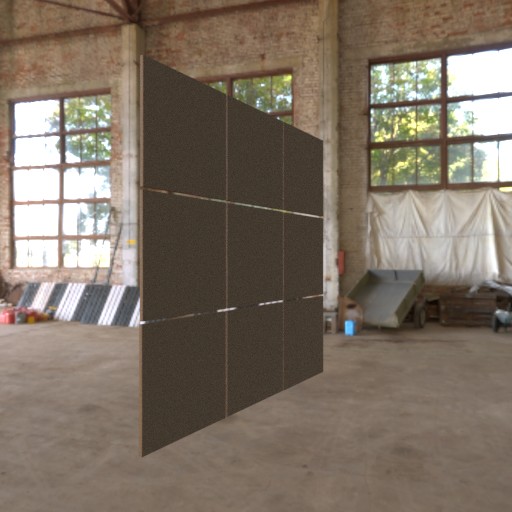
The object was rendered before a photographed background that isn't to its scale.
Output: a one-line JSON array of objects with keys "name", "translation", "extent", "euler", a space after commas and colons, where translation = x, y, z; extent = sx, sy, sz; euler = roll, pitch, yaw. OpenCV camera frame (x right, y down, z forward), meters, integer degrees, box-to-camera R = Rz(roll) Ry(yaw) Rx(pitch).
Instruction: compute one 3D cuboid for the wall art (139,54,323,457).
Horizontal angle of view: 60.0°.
[{"name": "wall art", "translation": [0.000, 0.000, 1.836], "extent": [0.013, 1.216, 1.216], "euler": [0, 0, 35]}]
